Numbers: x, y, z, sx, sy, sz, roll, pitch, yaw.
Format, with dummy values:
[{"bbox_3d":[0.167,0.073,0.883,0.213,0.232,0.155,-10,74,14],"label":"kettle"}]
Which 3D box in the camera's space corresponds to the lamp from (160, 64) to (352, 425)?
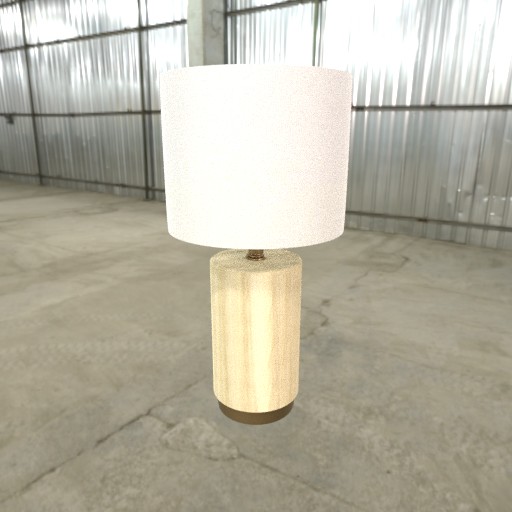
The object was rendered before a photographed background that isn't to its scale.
[{"bbox_3d":[0.000,0.000,0.592,0.228,0.444,0.228,-8,18,-25],"label":"lamp"}]
